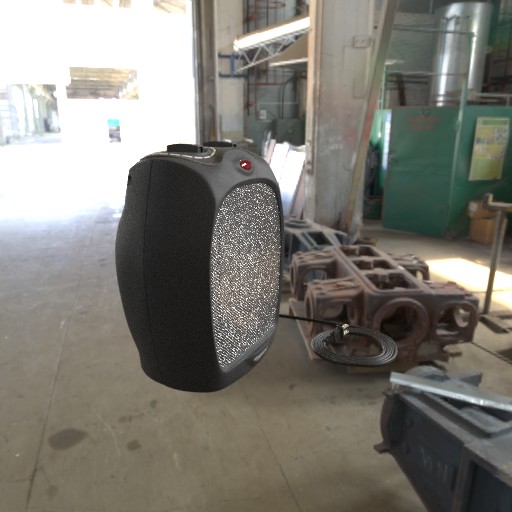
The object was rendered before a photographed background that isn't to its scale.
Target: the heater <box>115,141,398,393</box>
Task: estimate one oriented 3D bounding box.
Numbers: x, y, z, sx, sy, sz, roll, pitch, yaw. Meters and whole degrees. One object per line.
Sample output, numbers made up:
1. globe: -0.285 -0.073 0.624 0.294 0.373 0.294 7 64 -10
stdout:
1. heater: 0.000 0.000 0.481 0.291 0.240 0.239 9 19 27
